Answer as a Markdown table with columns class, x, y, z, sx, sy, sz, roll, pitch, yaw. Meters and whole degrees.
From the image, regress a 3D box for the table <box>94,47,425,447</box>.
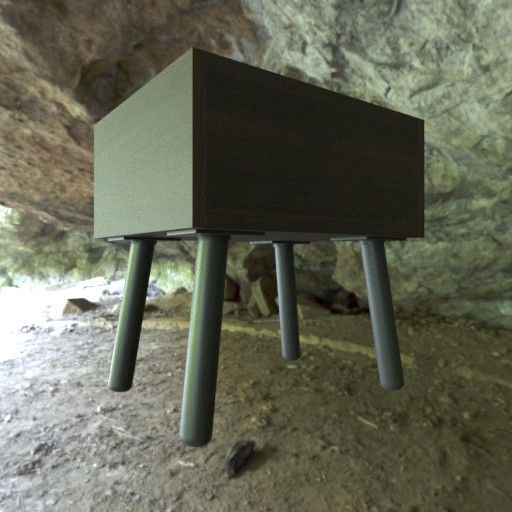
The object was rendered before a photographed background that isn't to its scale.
| class | x | y | z | sx | sy | sz | roll | pitch | yaw |
| --- | --- | --- | --- | --- | --- | --- | --- | --- | --- |
| table | 0.000 | 0.000 | 0.780 | 0.450 | 0.470 | 0.370 | 0 | 0 | -36 |
